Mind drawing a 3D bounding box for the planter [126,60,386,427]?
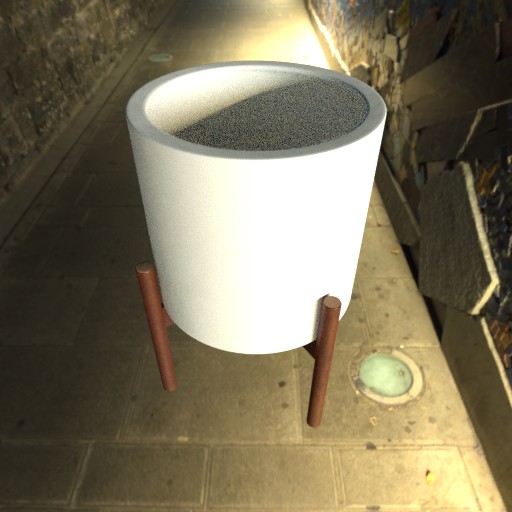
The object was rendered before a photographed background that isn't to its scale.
[{"bbox_3d":[0.000,0.000,0.940,0.417,0.670,0.417,10,41,12],"label":"planter"}]
